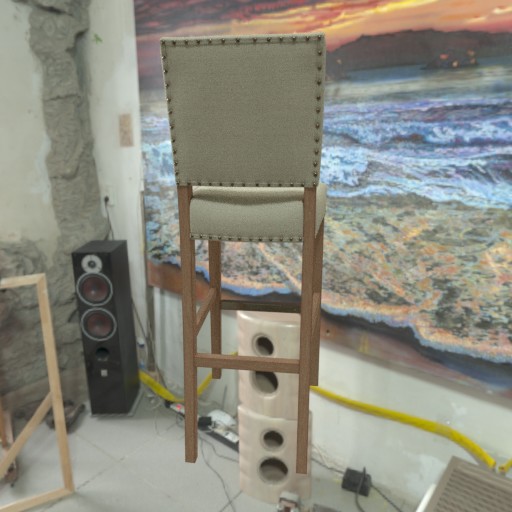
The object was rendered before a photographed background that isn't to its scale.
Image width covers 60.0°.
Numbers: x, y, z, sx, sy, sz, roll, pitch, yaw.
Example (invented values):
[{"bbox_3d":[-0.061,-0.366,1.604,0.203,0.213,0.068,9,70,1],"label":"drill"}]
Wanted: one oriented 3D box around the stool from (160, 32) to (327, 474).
[{"bbox_3d":[0.000,0.000,1.361,0.428,1.143,0.546,2,15,8],"label":"stool"}]
